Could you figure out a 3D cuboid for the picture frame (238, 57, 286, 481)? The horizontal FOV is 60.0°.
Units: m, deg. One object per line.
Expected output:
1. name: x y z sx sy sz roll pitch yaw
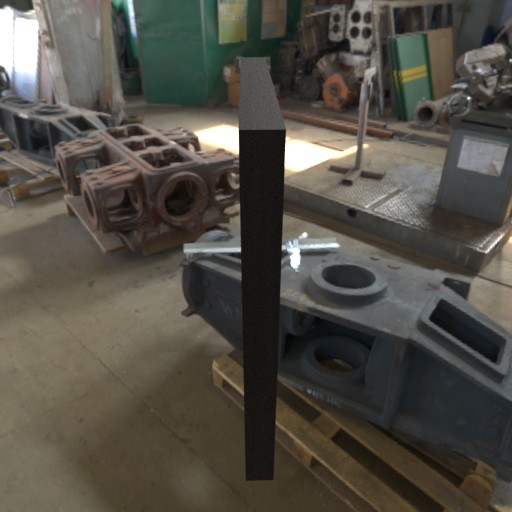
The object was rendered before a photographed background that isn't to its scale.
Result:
1. picture frame: 0.000 0.000 0.747 0.044 0.555 0.452 -1 32 -1
